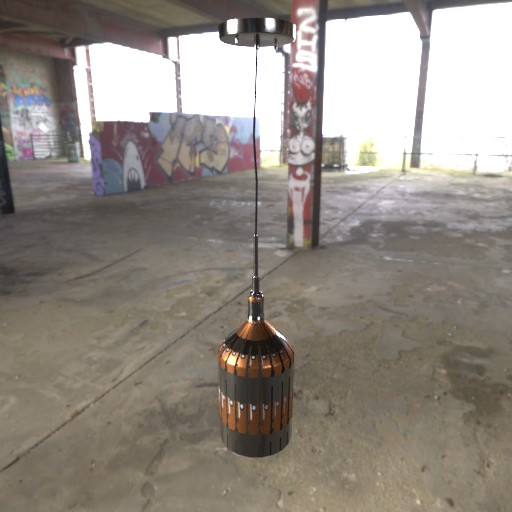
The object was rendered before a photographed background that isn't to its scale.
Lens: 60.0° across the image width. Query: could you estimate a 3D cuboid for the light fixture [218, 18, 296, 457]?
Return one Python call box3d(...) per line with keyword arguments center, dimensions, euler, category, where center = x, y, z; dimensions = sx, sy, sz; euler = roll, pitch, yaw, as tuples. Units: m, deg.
box3d(center=(0.000, 0.000, 1.640), dimensions=(0.303, 1.535, 0.303), euler=(0, 16, 0), category="light fixture")
